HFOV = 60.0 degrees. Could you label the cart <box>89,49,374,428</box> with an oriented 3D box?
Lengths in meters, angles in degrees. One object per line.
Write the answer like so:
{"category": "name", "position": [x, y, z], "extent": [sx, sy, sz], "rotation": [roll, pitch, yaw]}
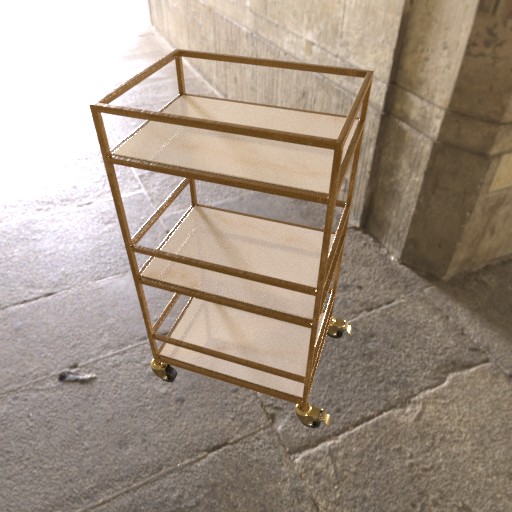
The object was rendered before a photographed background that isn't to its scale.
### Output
{"category": "cart", "position": [0.000, 0.000, 1.006], "extent": [0.483, 0.761, 0.332], "rotation": [13, 43, 14]}
